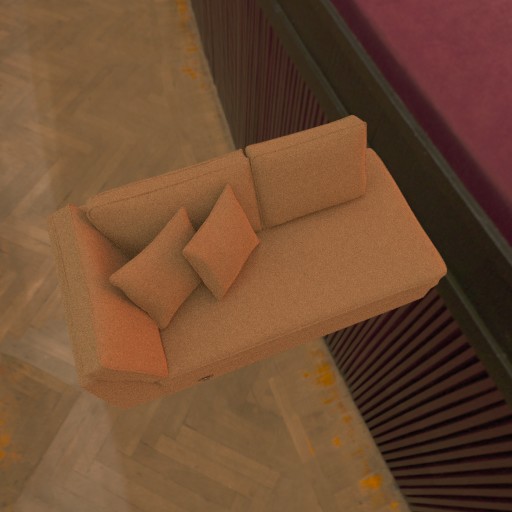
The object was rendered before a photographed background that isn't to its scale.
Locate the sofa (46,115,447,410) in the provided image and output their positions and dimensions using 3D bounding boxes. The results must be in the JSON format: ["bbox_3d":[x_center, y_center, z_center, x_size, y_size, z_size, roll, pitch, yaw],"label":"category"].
[{"bbox_3d":[0.000,0.000,2.816,2.237,1.033,1.110,-19,64,-10],"label":"sofa"}]
